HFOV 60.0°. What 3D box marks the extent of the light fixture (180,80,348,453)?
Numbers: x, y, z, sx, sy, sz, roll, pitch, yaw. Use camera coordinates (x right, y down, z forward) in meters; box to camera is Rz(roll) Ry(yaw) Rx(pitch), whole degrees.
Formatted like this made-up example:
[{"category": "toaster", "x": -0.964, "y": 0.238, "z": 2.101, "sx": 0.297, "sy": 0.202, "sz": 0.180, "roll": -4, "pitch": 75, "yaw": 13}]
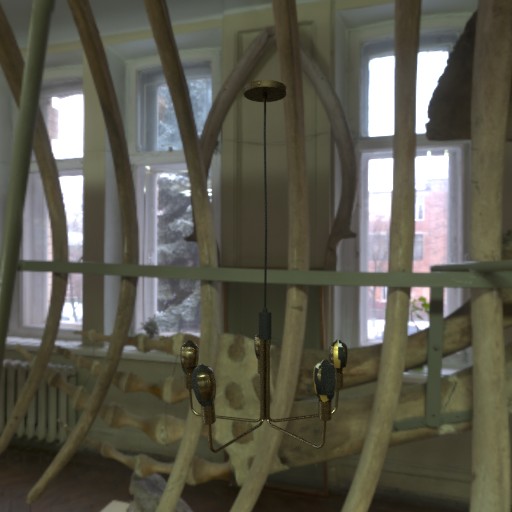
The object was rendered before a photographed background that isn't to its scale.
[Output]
[{"category": "light fixture", "x": 0.000, "y": 0.000, "z": 1.389, "sx": 0.532, "sy": 1.059, "sz": 0.588, "roll": 0, "pitch": 0, "yaw": 17}]
